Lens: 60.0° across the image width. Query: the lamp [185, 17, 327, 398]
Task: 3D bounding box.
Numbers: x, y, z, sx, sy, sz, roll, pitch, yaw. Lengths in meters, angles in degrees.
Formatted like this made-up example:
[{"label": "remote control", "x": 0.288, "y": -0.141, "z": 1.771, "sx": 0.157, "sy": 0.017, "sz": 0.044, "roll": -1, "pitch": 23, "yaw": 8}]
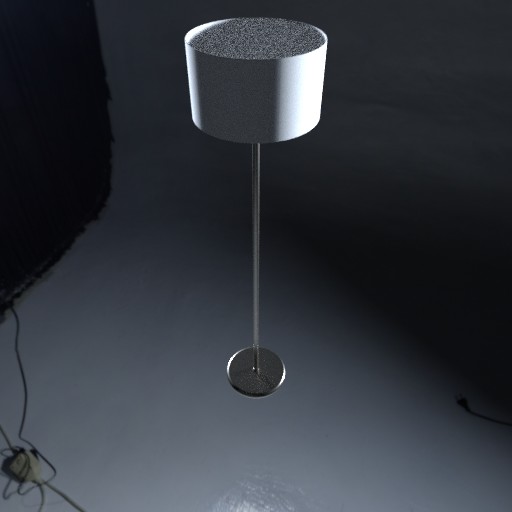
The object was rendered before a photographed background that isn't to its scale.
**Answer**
[{"label": "lamp", "x": 0.000, "y": 0.000, "z": 1.566, "sx": 0.347, "sy": 1.443, "sz": 0.347, "roll": 12, "pitch": 43, "yaw": 13}]
